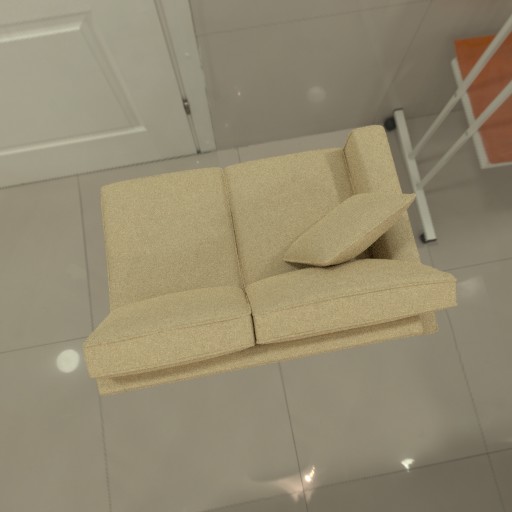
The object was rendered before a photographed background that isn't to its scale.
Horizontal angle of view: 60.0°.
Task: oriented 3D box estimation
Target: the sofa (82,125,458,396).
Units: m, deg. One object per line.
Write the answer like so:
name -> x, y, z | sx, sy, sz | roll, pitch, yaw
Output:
sofa -> 0.000, 0.000, 2.065 | 1.388, 0.989, 0.991 | -10, 76, -3
